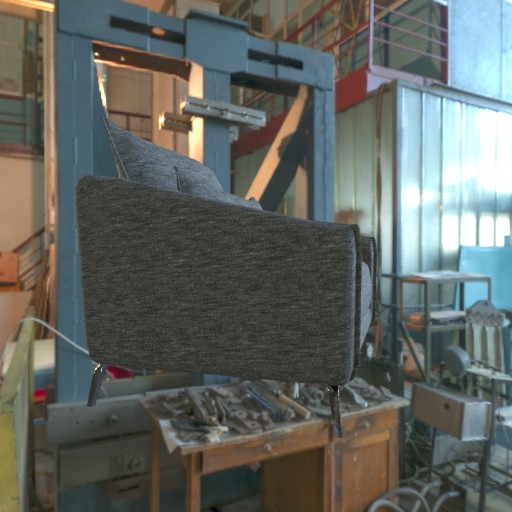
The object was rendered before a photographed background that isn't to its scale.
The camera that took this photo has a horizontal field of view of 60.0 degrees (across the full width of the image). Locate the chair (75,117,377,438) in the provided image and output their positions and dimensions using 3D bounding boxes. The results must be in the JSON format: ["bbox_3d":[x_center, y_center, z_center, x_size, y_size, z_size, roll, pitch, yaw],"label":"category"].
[{"bbox_3d":[0.000,0.000,1.590,0.805,0.842,1.004,0,0,18],"label":"chair"}]
